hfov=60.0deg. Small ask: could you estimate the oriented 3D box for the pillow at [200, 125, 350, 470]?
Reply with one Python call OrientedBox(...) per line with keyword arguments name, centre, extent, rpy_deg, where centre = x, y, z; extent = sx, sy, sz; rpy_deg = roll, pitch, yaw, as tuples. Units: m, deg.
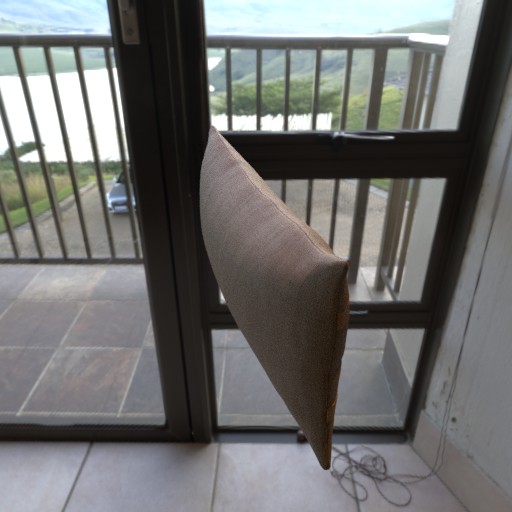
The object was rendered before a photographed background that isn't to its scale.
OrientedBox(name="pillow", centre=(0.000, 0.000, 0.748), extent=(0.148, 0.308, 0.612), rpy_deg=(-9, 30, -15))
